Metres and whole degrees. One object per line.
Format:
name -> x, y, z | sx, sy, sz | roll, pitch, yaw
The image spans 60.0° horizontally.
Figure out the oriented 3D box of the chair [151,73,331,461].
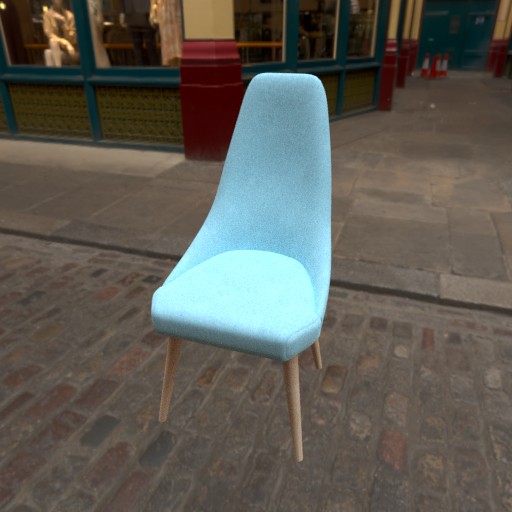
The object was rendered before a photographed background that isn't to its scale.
chair -> 0.000, 0.000, 1.421 | 0.510, 1.040, 0.660 | 9, 28, 17
